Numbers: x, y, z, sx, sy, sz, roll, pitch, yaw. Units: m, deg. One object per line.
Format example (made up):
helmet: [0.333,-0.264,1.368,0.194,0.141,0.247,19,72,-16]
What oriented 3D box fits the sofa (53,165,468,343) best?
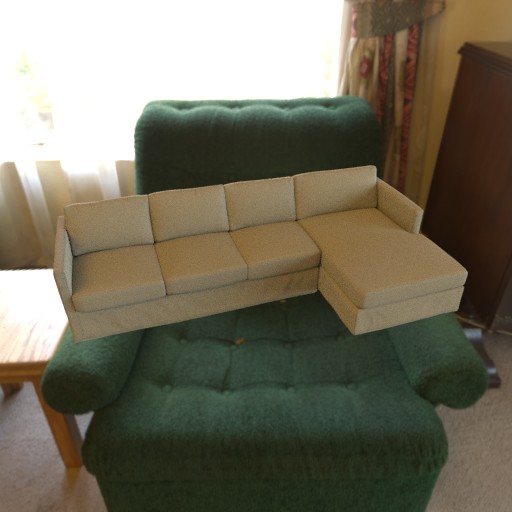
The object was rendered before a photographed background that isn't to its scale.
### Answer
sofa: [0.000,0.000,3.839,3.177,0.867,1.622,-10,34,-16]
